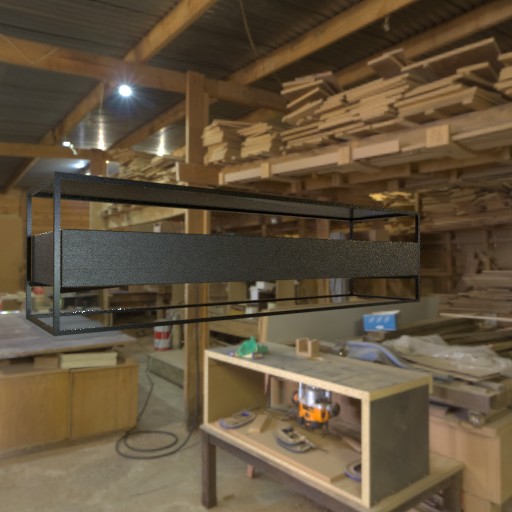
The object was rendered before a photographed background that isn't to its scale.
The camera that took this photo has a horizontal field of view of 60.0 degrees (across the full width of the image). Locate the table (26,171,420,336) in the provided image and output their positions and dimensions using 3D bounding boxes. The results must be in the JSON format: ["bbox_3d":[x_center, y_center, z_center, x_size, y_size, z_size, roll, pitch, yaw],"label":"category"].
[{"bbox_3d":[0.000,0.000,1.660,1.486,0.395,0.399,0,-1,-36],"label":"table"}]
